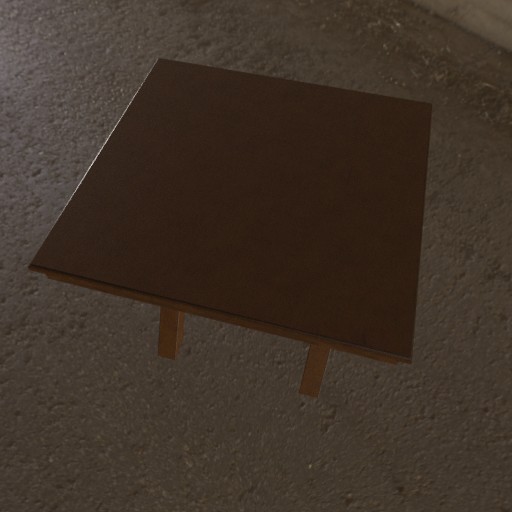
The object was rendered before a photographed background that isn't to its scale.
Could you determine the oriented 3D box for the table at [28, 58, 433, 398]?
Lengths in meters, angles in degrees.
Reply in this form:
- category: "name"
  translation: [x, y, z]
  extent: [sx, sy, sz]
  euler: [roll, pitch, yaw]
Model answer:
- category: "table"
  translation: [0.000, 0.000, 1.039]
  extent: [0.602, 0.562, 0.560]
  euler: [13, 59, 8]
